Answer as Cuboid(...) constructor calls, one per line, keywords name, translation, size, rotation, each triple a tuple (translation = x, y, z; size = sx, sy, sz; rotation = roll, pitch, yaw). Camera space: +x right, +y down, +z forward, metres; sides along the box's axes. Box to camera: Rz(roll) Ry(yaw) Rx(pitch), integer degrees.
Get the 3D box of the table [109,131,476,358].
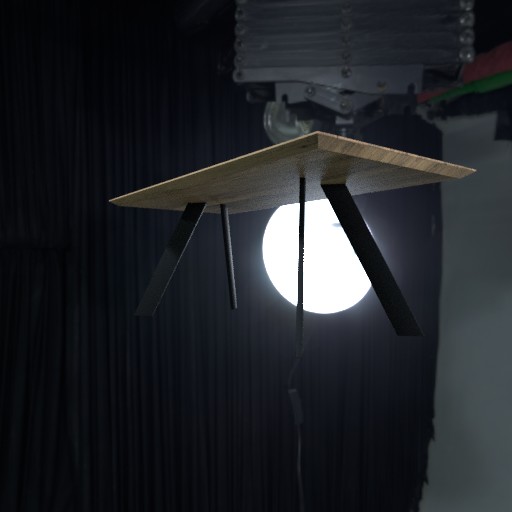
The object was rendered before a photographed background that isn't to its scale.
Cuboid(name="table", translation=(0.000, 0.000, 2.508), size=(1.000, 0.770, 2.000), rotation=(1, -1, -37))
